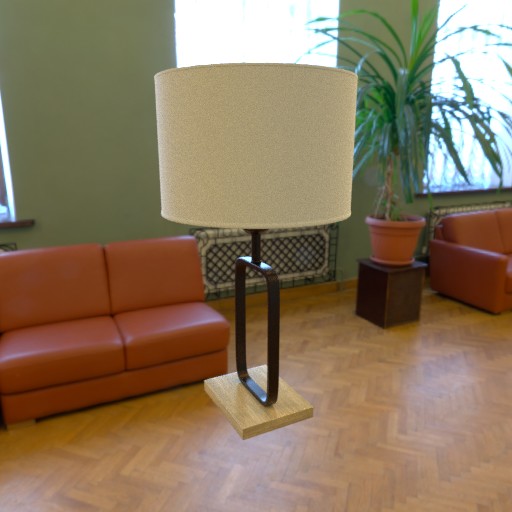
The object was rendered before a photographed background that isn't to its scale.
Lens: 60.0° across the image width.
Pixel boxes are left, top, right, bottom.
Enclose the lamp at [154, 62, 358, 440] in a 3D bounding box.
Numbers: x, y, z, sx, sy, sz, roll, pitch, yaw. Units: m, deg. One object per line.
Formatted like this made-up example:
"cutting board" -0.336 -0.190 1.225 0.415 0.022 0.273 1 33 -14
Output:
"lamp" 0.000 0.000 0.682 0.279 0.508 0.279 -7 16 -27
